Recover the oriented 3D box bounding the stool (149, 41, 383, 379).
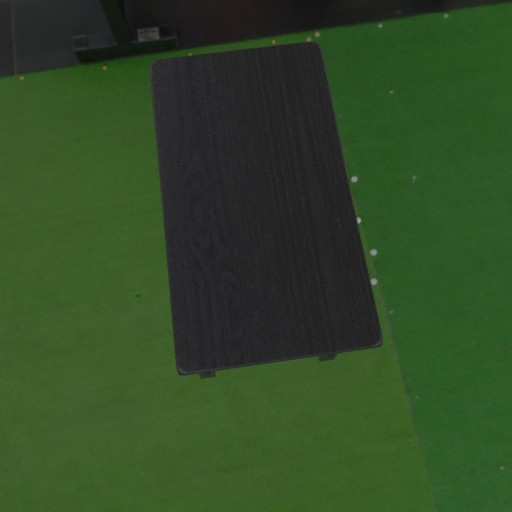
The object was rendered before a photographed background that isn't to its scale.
[{"bbox_3d":[0.000,0.000,0.829,0.322,0.610,0.406,-8,75,-2],"label":"stool"}]
